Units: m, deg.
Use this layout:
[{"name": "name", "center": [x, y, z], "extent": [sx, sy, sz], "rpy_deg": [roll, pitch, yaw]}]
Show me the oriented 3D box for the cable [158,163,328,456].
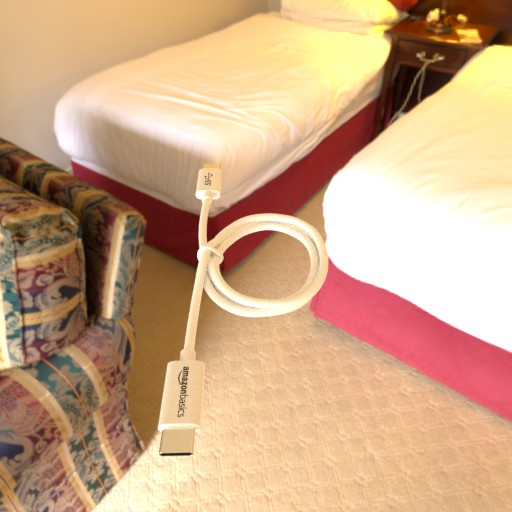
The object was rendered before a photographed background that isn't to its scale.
[{"name": "cable", "center": [0.000, 0.000, 0.211], "extent": [0.070, 0.014, 0.186], "rpy_deg": [-1, 41, -1]}]
